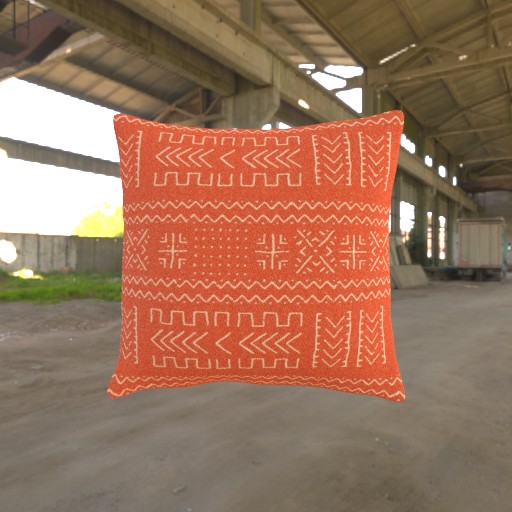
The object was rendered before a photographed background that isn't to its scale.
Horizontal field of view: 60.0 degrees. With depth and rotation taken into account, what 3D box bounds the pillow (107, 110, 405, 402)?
[{"bbox_3d":[0.000,0.000,0.655,0.438,0.429,0.164,0,0,0],"label":"pillow"}]
